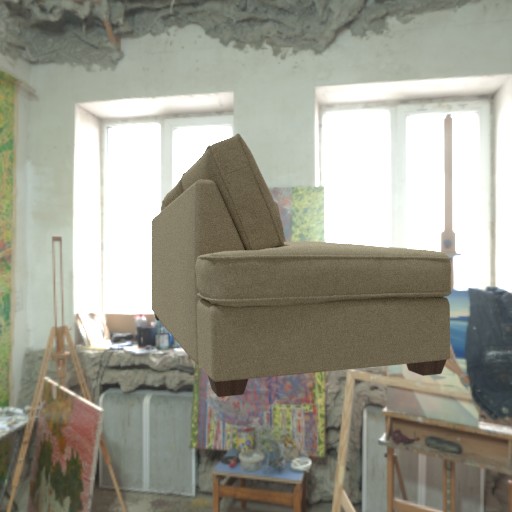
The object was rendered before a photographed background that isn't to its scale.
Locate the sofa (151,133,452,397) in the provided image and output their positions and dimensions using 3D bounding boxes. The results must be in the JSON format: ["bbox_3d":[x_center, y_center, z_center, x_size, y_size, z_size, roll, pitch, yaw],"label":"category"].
[{"bbox_3d":[0.000,0.000,2.776,1.110,1.033,2.237,0,0,-19],"label":"sofa"}]
